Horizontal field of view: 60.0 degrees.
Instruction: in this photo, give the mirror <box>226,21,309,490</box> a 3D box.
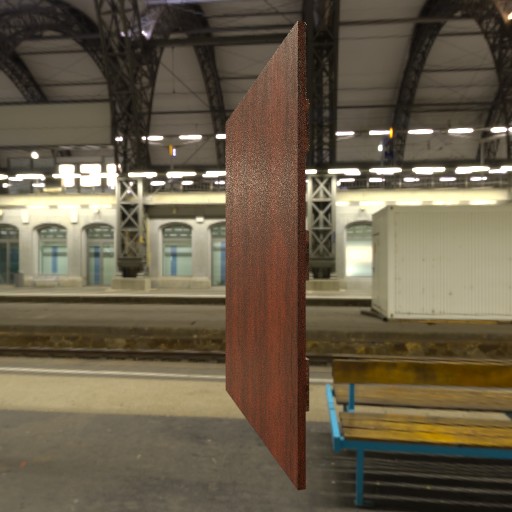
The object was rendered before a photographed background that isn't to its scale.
[{"bbox_3d":[0.000,0.000,1.051,0.021,0.805,0.600,0,0,-16],"label":"mirror"}]
